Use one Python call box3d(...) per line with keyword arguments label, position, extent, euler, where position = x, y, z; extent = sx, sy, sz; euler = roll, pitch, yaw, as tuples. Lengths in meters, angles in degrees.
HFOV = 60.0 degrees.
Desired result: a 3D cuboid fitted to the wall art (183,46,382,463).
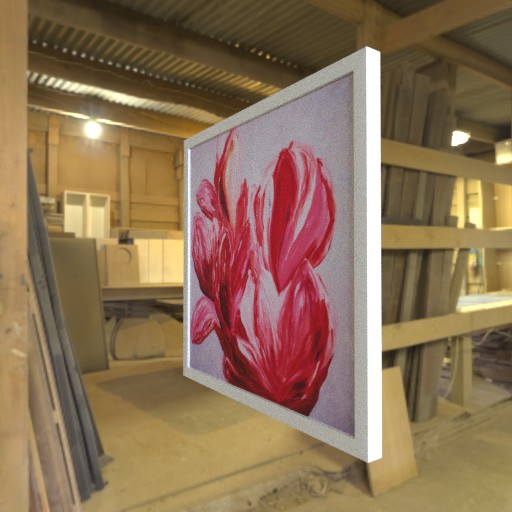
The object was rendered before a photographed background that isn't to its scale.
box3d(label="wall art", position=(0.000, 0.000, 0.675), extent=(0.023, 0.453, 0.455), euler=(1, -1, -35))
